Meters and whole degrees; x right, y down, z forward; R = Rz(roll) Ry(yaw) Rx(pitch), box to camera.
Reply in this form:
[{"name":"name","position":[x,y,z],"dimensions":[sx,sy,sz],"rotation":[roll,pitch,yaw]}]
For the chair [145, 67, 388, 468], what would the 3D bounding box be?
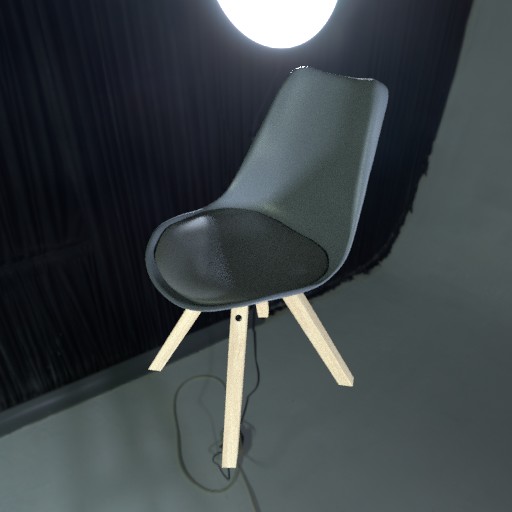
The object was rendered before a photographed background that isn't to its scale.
[{"name":"chair","position":[0.000,0.000,1.161],"dimensions":[0.550,0.850,0.485],"rotation":[-22,38,-31]}]
